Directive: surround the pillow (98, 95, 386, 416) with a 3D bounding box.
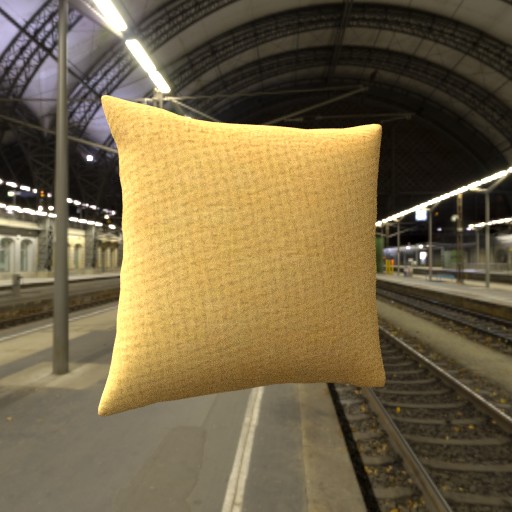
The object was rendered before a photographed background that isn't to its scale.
[{"bbox_3d":[0.000,0.000,0.626,0.419,0.407,0.173,0,-1,-17],"label":"pillow"}]
